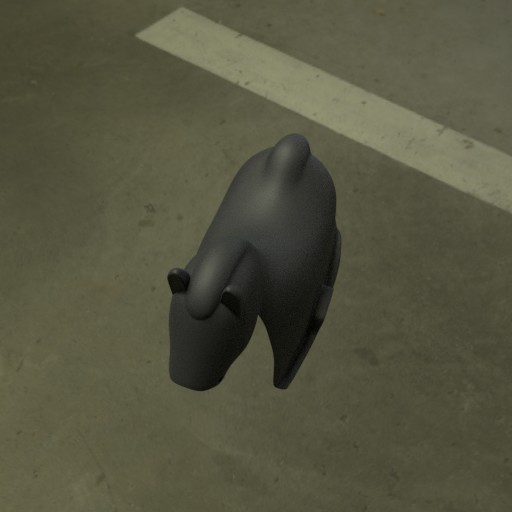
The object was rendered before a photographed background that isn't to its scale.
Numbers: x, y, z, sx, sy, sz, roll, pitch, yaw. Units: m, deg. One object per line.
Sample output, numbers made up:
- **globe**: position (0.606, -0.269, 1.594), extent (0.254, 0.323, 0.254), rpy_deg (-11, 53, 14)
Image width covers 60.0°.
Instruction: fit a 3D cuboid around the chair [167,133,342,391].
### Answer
- **chair**: position (0.000, 0.000, 1.153), extent (0.429, 0.612, 0.800), rpy_deg (17, 58, 11)
